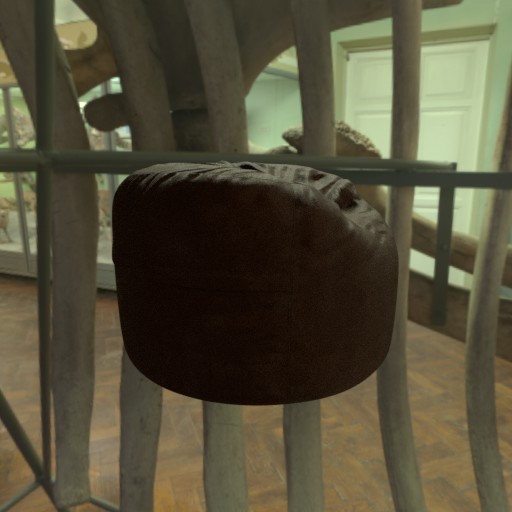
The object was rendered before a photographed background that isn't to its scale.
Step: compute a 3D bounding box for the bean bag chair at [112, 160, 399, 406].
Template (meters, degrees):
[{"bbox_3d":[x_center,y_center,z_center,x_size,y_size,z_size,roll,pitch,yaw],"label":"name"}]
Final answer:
[{"bbox_3d":[0.000,0.000,1.483,0.918,0.616,0.918,0,13,0],"label":"bean bag chair"}]
